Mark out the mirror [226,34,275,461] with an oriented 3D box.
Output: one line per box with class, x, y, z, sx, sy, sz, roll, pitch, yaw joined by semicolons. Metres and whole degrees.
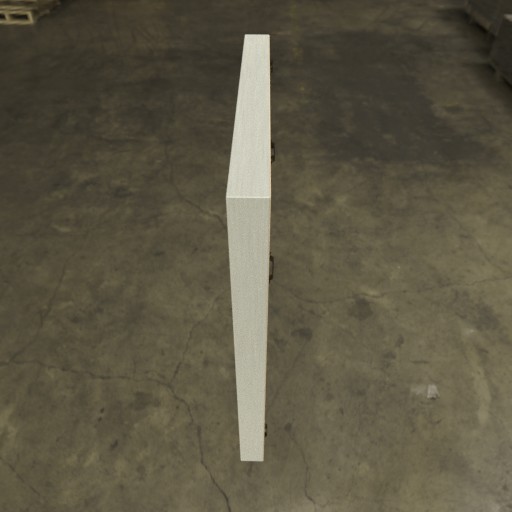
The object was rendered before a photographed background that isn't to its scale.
mirror;0.000;0.000;0.674;0.041;0.508;0.405;1;43;1
